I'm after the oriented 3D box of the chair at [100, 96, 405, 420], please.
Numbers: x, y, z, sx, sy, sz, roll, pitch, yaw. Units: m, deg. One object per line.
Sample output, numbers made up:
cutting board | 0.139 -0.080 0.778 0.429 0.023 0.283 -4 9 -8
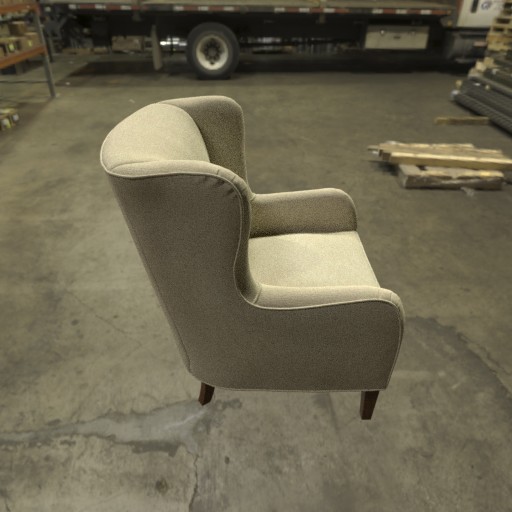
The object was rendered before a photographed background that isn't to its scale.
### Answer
chair | 0.000 0.000 1.730 0.966 1.040 0.838 -1 33 -1
